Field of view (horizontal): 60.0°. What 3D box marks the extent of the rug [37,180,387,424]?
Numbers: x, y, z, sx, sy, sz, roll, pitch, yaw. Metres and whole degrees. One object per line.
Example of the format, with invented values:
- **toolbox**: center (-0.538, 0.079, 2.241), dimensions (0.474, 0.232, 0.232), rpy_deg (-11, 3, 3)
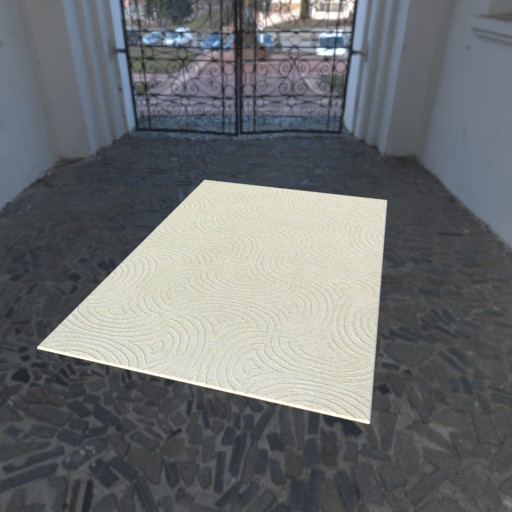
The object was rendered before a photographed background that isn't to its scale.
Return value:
- **rug**: center (0.000, 0.000, 2.768), dimensions (1.526, 0.015, 2.132), rpy_deg (9, 33, 13)
